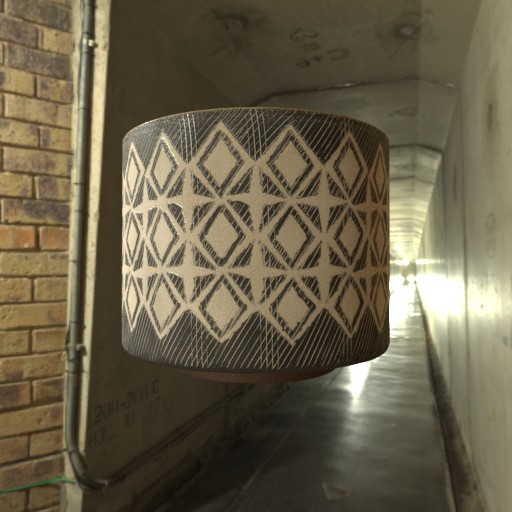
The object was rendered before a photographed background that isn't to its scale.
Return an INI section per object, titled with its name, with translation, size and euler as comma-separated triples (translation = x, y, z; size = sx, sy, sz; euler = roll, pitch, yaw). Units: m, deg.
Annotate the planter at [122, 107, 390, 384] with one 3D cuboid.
[planter]
translation = 0.000, 0.000, 0.219
size = 0.126, 0.104, 0.126
euler = 0, -1, 0
